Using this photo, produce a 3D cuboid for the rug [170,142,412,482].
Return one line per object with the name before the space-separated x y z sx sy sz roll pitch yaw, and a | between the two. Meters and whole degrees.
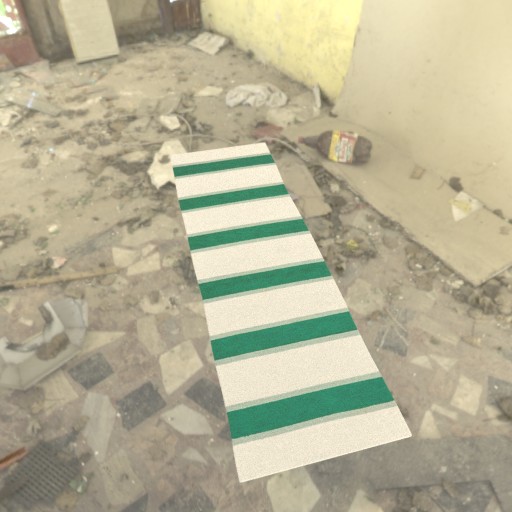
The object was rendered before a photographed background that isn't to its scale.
rug | 0.000 0.000 2.671 0.768 0.012 2.438 -10 46 -10
